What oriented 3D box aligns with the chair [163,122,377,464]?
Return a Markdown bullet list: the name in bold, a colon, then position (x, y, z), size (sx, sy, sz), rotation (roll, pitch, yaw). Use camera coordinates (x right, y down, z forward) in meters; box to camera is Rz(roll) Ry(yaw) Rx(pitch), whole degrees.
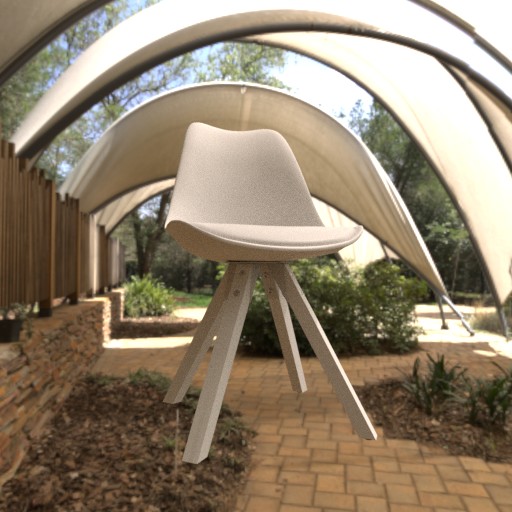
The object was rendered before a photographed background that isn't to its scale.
- **chair**: position (0.000, 0.000, 1.185), size (0.485, 0.850, 0.550), rotation (0, -2, -17)
